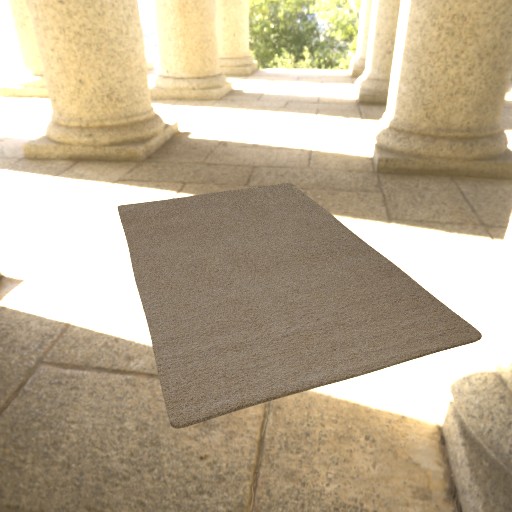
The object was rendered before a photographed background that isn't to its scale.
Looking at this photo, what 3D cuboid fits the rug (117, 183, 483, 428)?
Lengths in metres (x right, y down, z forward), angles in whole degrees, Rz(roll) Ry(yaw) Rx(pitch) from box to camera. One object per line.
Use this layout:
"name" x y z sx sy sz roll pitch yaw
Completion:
"rug" 0.000 0.000 3.346 1.801 0.024 2.700 -10 31 -18
